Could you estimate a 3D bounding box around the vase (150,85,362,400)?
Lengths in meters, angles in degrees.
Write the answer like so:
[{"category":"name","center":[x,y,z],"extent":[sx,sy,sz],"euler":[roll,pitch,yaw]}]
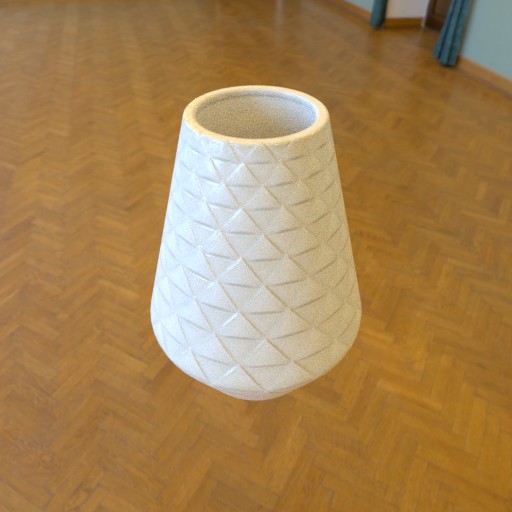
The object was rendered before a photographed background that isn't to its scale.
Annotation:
[{"category":"vase","center":[0.000,0.000,0.342],"extent":[0.175,0.230,0.175],"euler":[0,41,0]}]
